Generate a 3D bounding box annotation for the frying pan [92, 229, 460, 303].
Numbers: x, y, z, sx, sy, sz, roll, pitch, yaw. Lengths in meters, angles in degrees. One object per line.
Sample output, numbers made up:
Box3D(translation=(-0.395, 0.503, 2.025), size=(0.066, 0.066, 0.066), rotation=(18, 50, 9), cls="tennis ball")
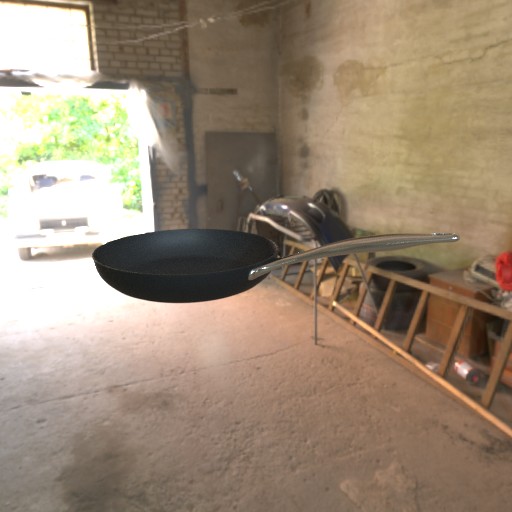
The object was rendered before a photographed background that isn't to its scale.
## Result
Box3D(translation=(0.000, 0.000, 0.573), size=(0.472, 0.105, 0.255), rotation=(8, 17, 27), cls="frying pan")
